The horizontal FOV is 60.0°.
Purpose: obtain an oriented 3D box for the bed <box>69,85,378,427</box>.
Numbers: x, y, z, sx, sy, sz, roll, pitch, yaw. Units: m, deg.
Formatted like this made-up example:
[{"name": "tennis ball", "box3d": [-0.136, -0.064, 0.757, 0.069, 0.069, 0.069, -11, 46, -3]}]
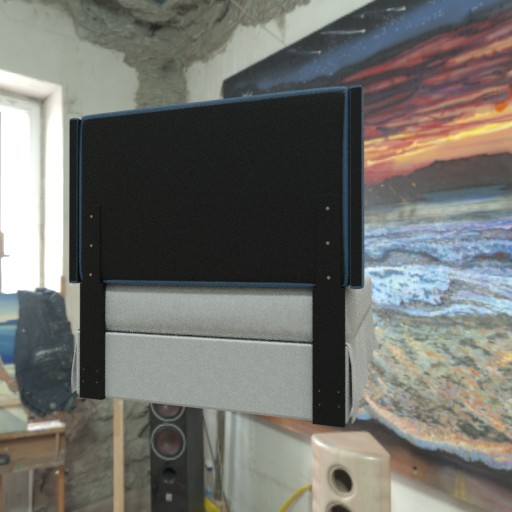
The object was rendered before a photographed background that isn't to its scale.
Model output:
[{"name": "bed", "box3d": [0.000, 0.000, 3.356, 1.719, 1.665, 2.078, 0, 0, 18]}]
